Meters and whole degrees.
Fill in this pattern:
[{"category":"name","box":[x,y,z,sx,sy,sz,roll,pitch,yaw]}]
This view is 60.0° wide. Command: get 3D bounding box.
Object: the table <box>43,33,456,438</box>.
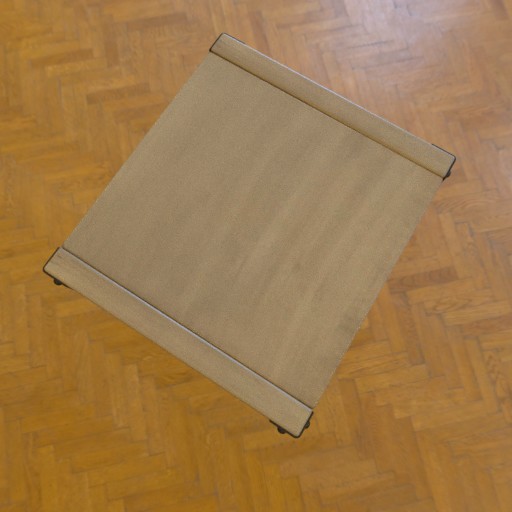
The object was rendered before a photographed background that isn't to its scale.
[{"category":"table","box":[0.000,0.000,0.951,0.459,0.561,0.510,31,78,7]}]
